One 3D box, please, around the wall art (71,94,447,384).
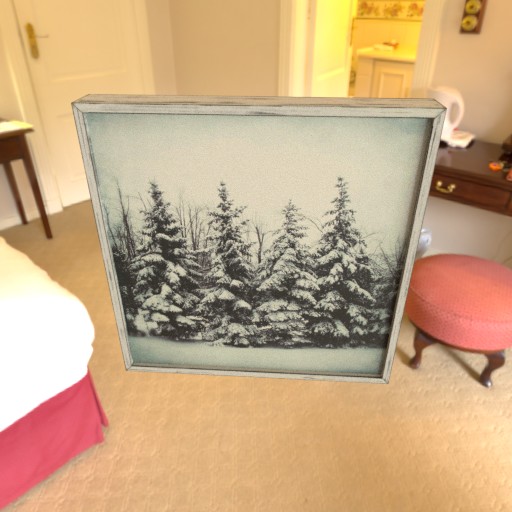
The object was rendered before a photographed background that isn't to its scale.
[{"bbox_3d":[0.000,0.000,0.450,0.303,0.303,0.036,2,31,3],"label":"wall art"}]
